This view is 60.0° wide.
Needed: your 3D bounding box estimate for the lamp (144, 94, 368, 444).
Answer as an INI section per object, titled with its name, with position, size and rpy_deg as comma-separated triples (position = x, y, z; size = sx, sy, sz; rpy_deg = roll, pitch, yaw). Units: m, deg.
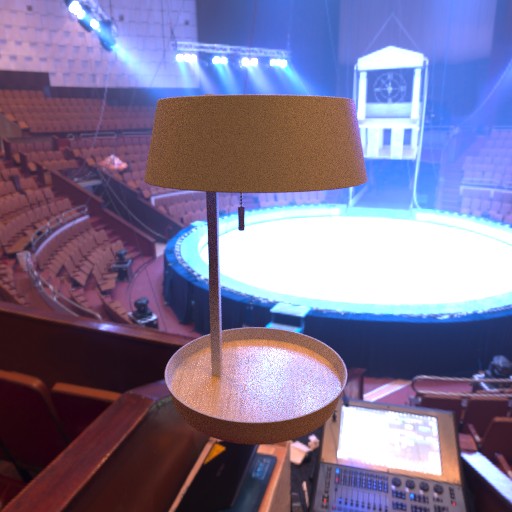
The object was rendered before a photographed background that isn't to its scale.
[lamp]
position = 0.000, 0.000, 0.623
size = 0.291, 0.429, 0.291
rpy_deg = 0, 16, 0
